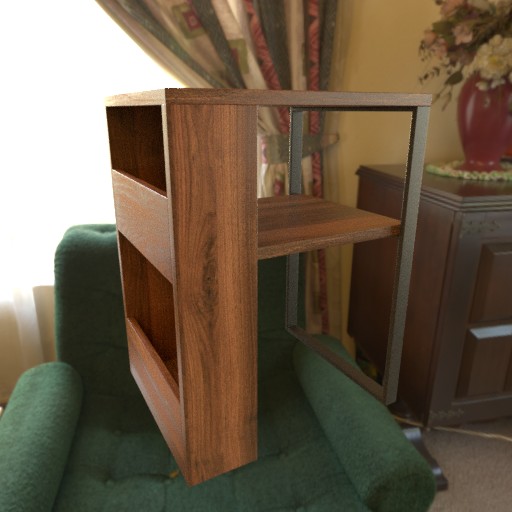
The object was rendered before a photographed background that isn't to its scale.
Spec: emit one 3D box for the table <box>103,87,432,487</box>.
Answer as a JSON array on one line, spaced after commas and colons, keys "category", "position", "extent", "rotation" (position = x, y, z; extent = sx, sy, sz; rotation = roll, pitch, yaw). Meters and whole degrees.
[{"category": "table", "position": [0.000, 0.000, 1.522], "extent": [0.786, 1.041, 0.660], "rotation": [-10, 21, -27]}]
